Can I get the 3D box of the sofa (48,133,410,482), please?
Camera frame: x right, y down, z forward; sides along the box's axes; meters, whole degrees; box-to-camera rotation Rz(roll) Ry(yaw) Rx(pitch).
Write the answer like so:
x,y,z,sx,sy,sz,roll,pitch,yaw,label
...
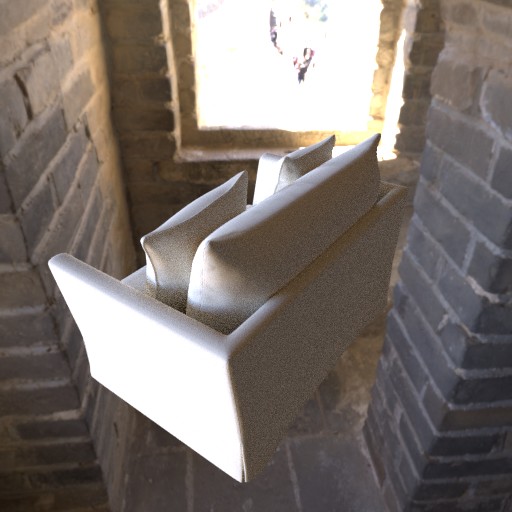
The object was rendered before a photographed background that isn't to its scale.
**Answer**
x,y,z,sx,sy,sz,roll,pitch,yaw,label
0.000,0.000,2.249,1.026,1.039,1.608,21,38,29,sofa
